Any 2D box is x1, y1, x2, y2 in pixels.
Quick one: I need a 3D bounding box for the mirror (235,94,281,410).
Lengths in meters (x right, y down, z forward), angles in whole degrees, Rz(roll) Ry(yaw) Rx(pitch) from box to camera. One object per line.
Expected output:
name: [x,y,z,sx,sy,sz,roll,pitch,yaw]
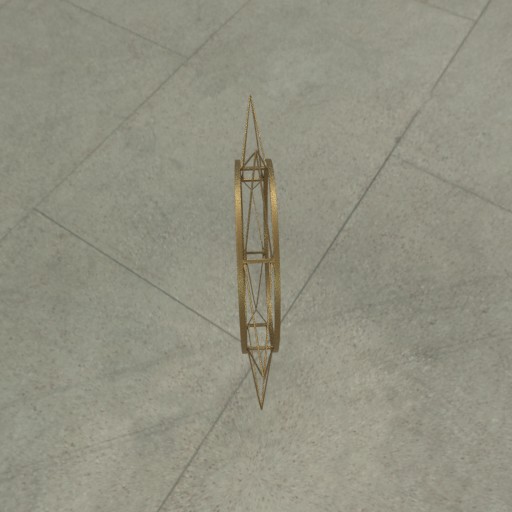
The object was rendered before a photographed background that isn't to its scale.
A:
mirror: [0.000,0.000,0.808,0.062,0.581,0.498,-2,63,-1]
